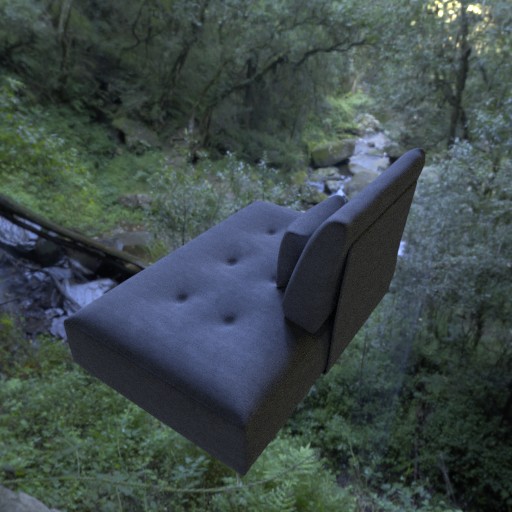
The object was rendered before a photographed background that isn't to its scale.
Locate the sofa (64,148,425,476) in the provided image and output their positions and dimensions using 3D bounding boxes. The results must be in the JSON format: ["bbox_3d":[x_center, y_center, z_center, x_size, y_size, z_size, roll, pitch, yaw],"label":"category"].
[{"bbox_3d":[0.000,0.000,2.024,1.002,0.820,1.450,20,37,29],"label":"sofa"}]
